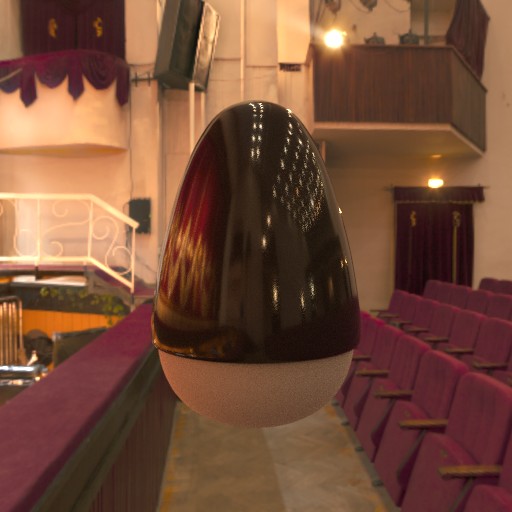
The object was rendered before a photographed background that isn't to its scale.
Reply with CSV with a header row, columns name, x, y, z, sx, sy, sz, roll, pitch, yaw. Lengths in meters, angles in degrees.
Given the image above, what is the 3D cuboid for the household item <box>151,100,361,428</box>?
name,x,y,z,sx,sy,sz,roll,pitch,yaw
household item,0.000,0.000,0.222,0.102,0.152,0.104,0,1,0
